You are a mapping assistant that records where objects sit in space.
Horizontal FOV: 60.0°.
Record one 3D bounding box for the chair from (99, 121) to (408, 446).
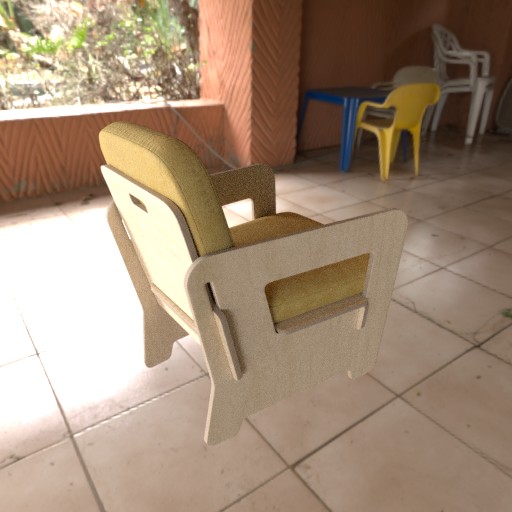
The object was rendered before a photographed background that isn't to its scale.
[{"bbox_3d":[0.000,0.000,1.305,0.710,0.800,0.590,-18,31,-32],"label":"chair"}]
